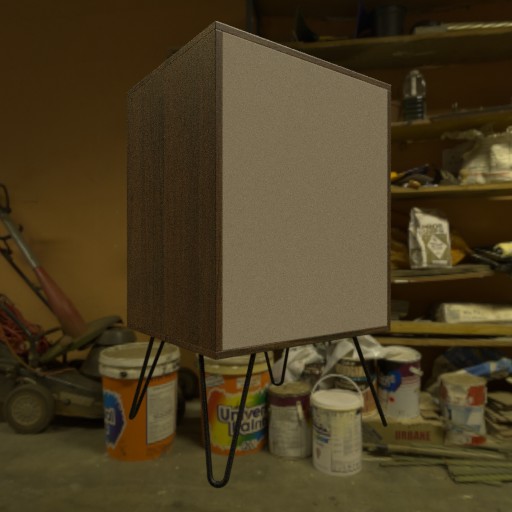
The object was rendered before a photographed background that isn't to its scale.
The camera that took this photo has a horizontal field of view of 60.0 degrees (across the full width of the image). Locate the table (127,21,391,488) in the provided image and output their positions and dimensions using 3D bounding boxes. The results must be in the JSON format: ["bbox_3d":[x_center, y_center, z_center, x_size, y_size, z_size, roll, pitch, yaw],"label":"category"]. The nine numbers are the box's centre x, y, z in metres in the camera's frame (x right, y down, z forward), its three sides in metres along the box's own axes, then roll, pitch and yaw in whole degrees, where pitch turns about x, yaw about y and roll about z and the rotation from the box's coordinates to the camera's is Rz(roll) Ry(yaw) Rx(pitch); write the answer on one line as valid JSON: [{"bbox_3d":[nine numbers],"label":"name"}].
[{"bbox_3d":[0.000,0.000,1.150,0.526,0.866,0.457,0,0,-37],"label":"table"}]
